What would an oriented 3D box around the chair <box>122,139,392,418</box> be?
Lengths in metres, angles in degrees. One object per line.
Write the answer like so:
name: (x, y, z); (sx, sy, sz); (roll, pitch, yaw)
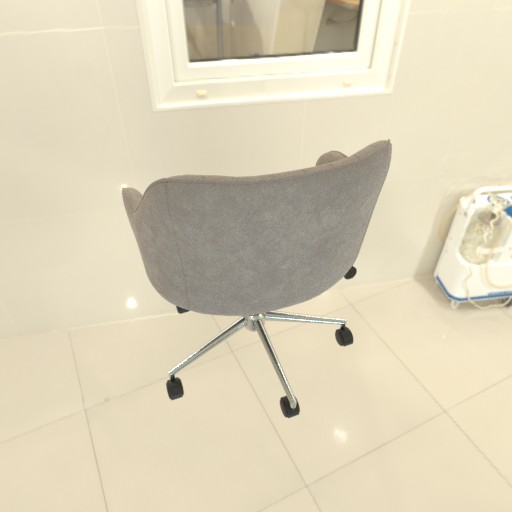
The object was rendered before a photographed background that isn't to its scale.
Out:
chair: (0.000, 0.000, 1.240); (0.635, 0.831, 0.573); (-13, 43, -14)
